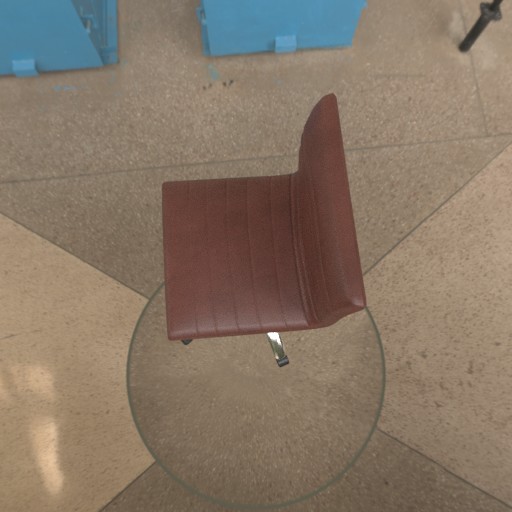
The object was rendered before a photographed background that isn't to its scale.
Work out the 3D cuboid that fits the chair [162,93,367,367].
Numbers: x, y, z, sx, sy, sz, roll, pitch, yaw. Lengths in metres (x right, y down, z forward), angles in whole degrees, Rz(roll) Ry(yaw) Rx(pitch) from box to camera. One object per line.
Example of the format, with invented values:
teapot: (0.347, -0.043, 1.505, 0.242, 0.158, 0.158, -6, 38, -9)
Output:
chair: (0.000, 0.000, 1.113, 0.530, 0.780, 0.556, -5, 76, -1)
